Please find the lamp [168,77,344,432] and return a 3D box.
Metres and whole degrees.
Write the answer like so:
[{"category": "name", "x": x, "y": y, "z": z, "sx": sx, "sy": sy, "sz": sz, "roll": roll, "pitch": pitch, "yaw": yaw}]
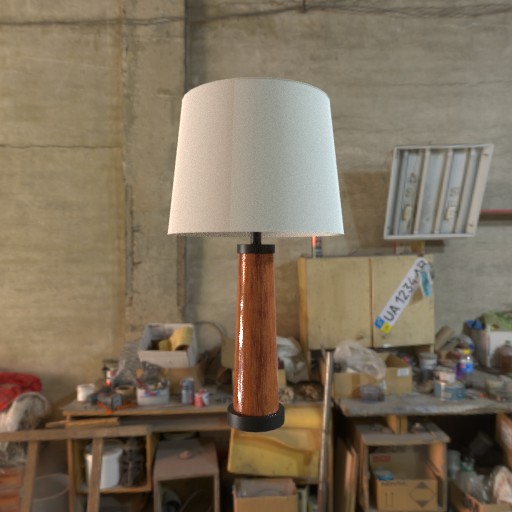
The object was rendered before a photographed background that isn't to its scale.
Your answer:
[{"category": "lamp", "x": 0.000, "y": 0.000, "z": 0.892, "sx": 0.349, "sy": 0.667, "sz": 0.349, "roll": 0, "pitch": 1, "yaw": 0}]
